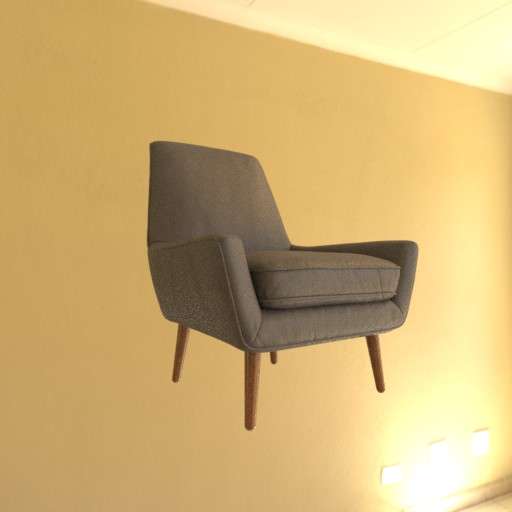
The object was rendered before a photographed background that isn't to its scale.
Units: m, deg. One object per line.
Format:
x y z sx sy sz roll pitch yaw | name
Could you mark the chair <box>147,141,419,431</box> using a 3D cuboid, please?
0.000 0.000 1.551 0.787 0.888 0.822 0 0 -37 | chair
